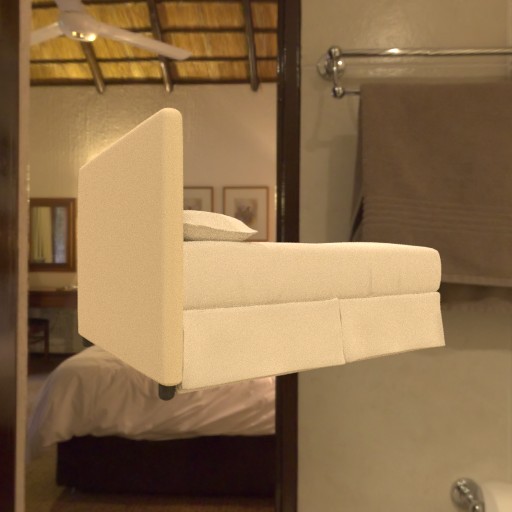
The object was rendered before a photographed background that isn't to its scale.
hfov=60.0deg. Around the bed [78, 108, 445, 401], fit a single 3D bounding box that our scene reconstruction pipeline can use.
[{"bbox_3d":[0.000,0.000,3.223,2.147,1.330,1.714,0,0,-34],"label":"bed"}]
